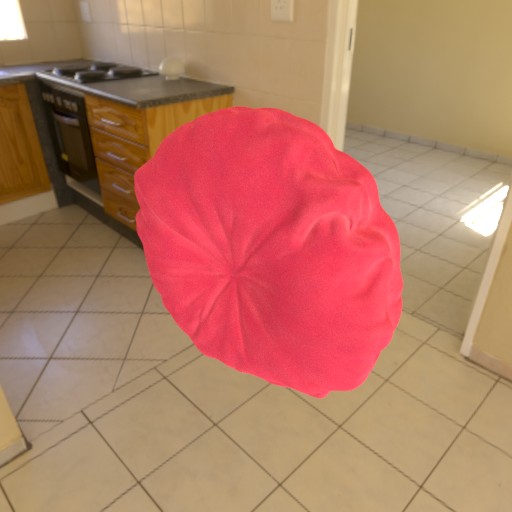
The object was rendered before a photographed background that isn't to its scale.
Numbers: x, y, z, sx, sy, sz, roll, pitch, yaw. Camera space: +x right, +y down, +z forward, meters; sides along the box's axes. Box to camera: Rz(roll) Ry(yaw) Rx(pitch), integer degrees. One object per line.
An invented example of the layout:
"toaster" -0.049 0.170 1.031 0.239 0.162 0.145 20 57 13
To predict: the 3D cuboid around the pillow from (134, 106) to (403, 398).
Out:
"pillow" 0.000 0.000 0.633 0.428 0.407 0.148 20 36 30
